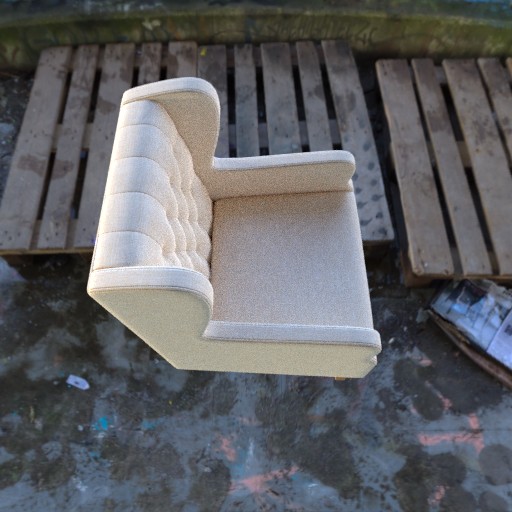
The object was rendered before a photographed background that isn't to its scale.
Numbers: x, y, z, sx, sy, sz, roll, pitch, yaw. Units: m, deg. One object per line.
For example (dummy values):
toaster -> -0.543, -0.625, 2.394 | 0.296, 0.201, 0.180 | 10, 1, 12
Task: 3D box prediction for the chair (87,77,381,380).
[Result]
chair -> 0.000, 0.000, 1.492 | 0.760, 0.930, 0.710 | -1, 62, 0
